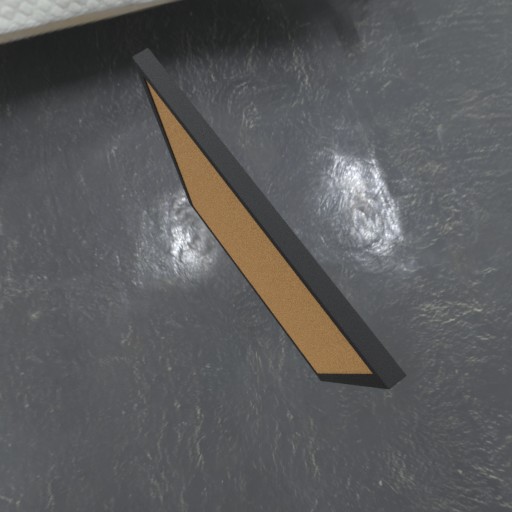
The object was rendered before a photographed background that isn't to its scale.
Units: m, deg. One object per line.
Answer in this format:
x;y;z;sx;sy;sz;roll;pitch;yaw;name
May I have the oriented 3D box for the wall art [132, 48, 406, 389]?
0.000;0.000;1.148;0.037;0.763;0.763;-35;78;-9;wall art
